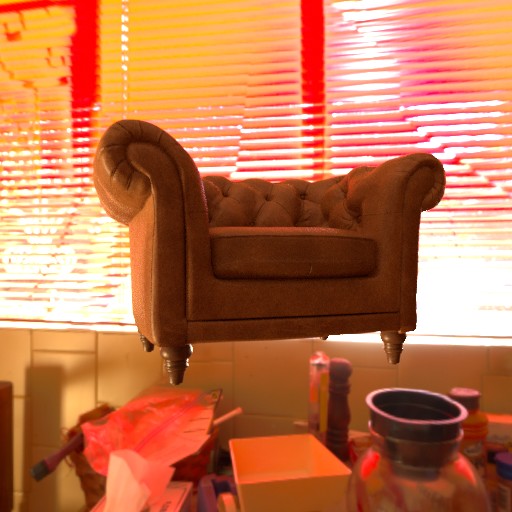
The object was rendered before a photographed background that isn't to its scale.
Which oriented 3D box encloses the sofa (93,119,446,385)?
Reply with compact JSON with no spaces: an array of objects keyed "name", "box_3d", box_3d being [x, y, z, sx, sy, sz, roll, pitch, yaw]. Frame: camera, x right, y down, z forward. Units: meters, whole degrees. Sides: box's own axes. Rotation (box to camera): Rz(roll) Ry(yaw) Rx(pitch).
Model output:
[{"name":"sofa","box_3d":[0.000,0.000,2.031,1.405,0.878,1.033,0,-1,-20]}]
